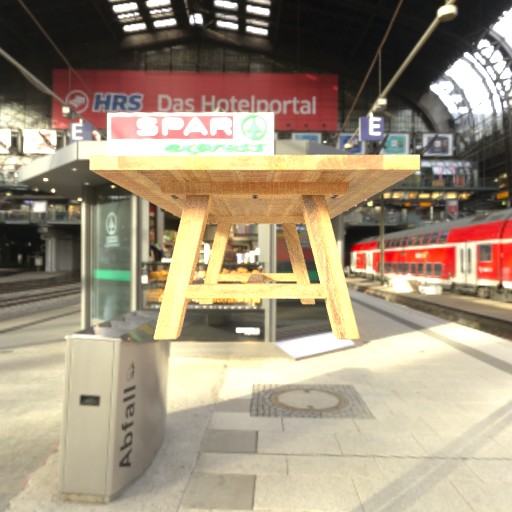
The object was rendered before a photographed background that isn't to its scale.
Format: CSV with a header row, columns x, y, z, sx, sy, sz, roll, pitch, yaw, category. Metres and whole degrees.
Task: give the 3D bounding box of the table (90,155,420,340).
x,y,z,sx,sy,sz,roll,pitch,yaw,category
0.000,0.000,1.677,0.760,0.455,1.320,0,0,0,table
